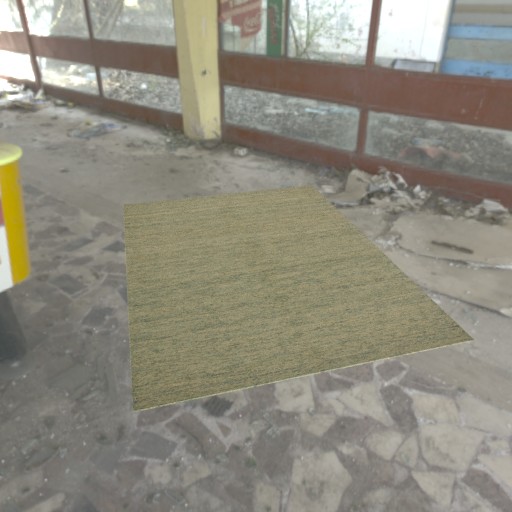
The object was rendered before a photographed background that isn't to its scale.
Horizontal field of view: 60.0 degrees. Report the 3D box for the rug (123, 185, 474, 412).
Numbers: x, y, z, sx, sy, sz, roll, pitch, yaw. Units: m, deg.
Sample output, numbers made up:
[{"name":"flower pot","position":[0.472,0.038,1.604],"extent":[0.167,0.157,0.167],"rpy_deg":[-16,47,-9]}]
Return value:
[{"name":"rug","position":[0.000,0.000,4.298],"extent":[2.437,0.014,3.201],"rpy_deg":[-8,31,-13]}]
